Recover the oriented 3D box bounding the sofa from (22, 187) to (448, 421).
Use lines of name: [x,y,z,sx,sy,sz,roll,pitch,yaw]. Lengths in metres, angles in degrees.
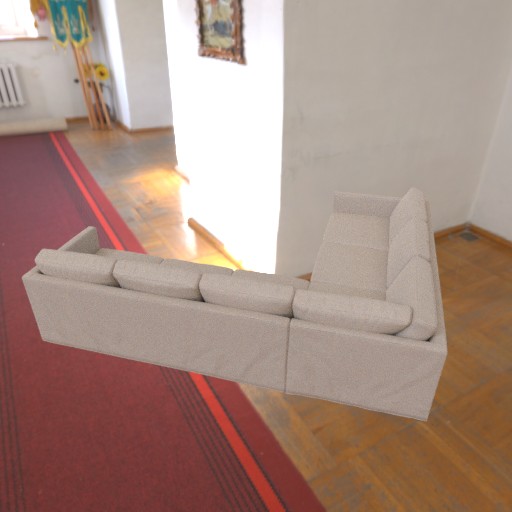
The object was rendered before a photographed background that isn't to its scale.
sofa: [0.000,0.000,4.244,3.182,0.871,2.432,8,32,13]
